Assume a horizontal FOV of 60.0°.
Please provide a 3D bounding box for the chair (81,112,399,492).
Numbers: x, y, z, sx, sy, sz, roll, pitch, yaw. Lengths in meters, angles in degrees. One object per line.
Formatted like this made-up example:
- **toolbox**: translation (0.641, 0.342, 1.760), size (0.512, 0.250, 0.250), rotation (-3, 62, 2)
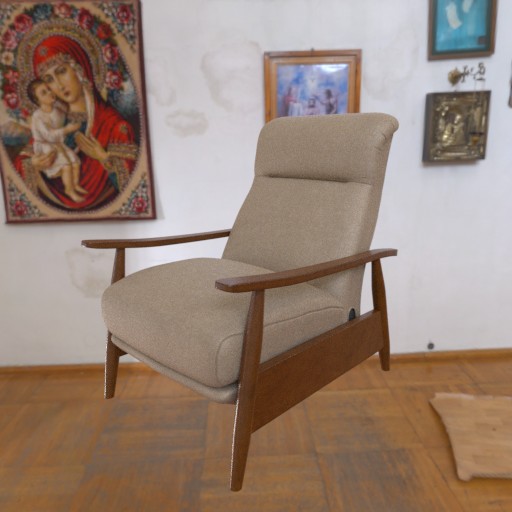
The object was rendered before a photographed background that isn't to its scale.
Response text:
- **chair**: translation (0.000, 0.000, 1.715), size (0.762, 1.082, 1.030), rotation (13, 19, 41)
